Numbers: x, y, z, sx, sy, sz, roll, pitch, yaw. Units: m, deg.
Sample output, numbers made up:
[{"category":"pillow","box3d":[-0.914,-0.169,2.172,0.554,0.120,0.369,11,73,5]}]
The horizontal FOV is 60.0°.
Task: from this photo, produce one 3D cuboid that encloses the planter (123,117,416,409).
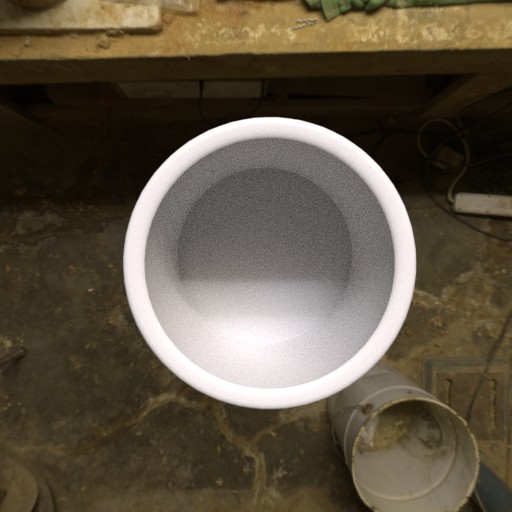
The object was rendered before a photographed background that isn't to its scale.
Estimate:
[{"category":"planter","box3d":[0.000,0.000,0.504,0.239,0.356,0.239,0,92,0]}]
